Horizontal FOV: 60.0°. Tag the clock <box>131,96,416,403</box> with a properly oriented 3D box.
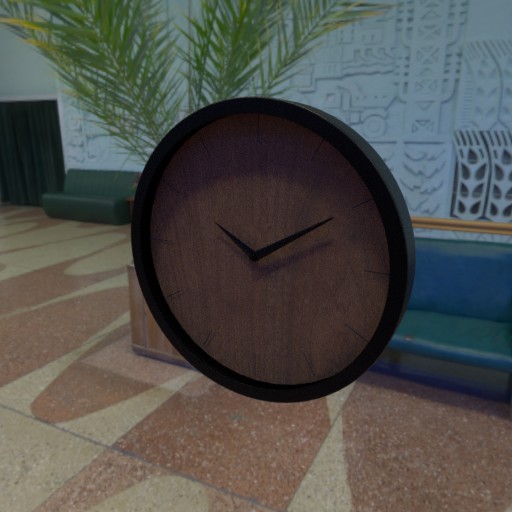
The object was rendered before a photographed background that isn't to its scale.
[{"bbox_3d":[0.000,0.000,0.465,0.314,0.314,0.040,8,17,28],"label":"clock"}]
